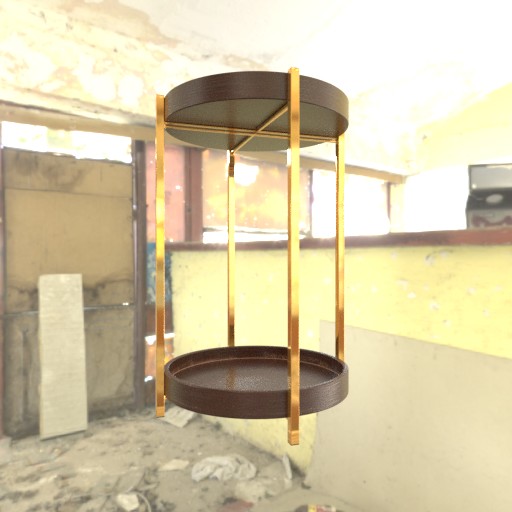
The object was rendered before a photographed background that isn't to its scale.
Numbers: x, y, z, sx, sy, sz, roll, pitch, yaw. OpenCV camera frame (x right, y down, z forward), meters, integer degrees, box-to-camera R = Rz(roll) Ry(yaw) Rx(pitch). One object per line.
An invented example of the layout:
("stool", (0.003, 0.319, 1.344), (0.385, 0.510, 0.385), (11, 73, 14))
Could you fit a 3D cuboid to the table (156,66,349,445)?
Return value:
("table", (0.000, 0.000, 0.904), (0.400, 0.610, 0.400), (0, 0, -18))
